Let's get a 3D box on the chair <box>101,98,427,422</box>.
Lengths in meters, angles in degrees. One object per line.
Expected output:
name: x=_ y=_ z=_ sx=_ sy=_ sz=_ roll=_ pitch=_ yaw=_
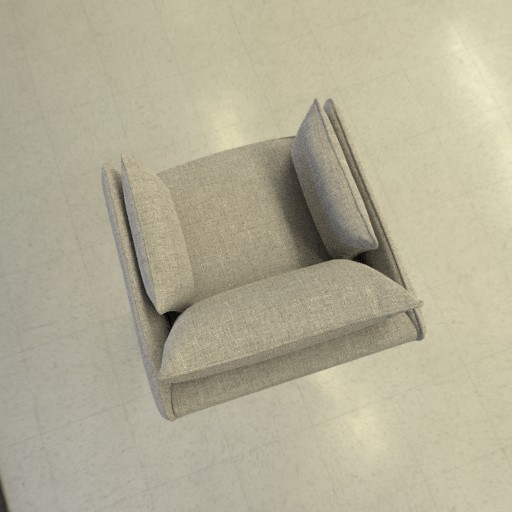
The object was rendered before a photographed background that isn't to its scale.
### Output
chair: x=0.000 y=0.000 z=1.734 sx=0.993 sy=0.839 sz=0.976 roll=-17 pitch=77 yaw=-4
